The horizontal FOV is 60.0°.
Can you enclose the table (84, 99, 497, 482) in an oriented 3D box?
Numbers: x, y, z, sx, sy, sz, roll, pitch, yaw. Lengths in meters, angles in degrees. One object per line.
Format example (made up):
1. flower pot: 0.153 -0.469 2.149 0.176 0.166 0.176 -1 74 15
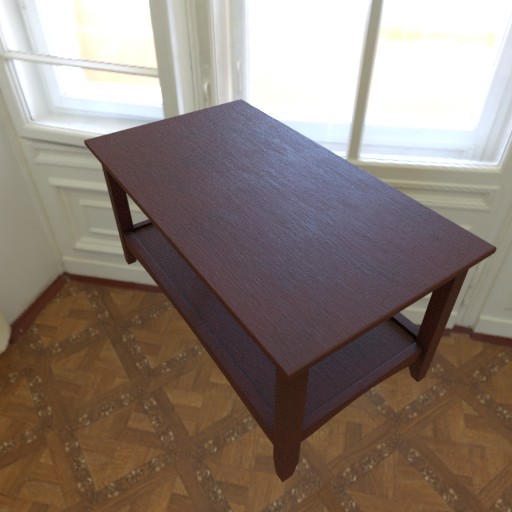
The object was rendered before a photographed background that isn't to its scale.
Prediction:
1. table: 0.000 0.000 1.220 0.533 0.456 0.943 -24 46 -25
